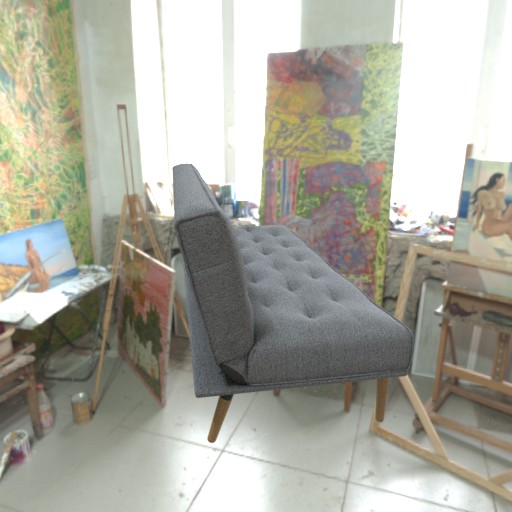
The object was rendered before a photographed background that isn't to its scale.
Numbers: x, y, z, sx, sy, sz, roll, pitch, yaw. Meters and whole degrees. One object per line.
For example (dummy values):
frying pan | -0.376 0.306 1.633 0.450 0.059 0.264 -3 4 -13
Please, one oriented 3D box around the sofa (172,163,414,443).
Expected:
sofa | 0.000 0.000 2.299 0.810 0.830 1.820 -3 17 -10
